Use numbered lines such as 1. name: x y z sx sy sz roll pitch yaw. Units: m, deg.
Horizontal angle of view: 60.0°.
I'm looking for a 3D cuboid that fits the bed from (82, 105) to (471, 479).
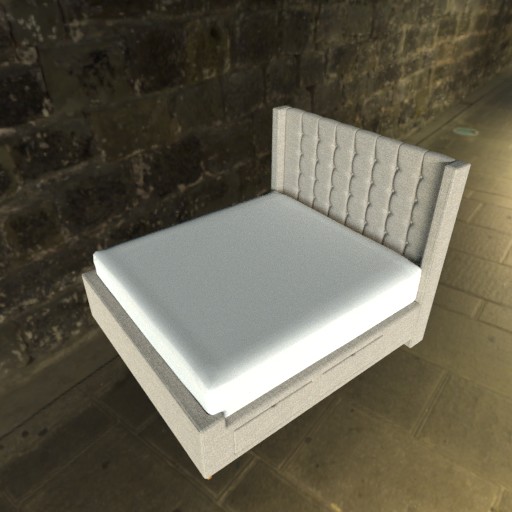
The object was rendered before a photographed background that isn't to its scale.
1. bed: 0.000 0.000 3.742 2.372 1.748 2.044 -22 39 -31
